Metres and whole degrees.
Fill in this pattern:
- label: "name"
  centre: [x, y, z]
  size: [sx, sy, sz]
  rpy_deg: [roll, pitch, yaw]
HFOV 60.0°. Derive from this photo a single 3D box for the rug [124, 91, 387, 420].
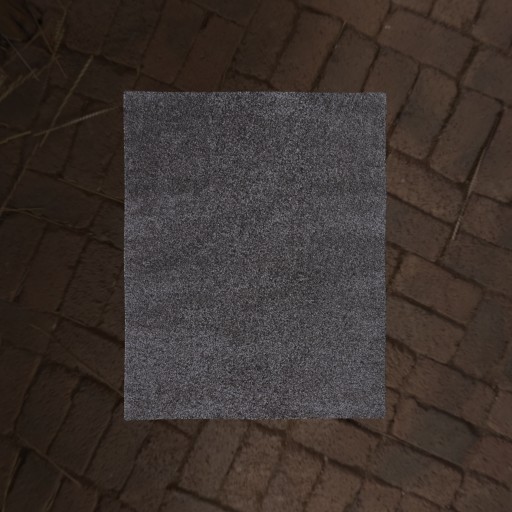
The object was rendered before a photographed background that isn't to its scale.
- label: "rug"
  centre: [0.000, 0.000, 4.066]
  size: [2.401, 0.025, 3.000]
  rpy_deg: [0, 90, -1]
